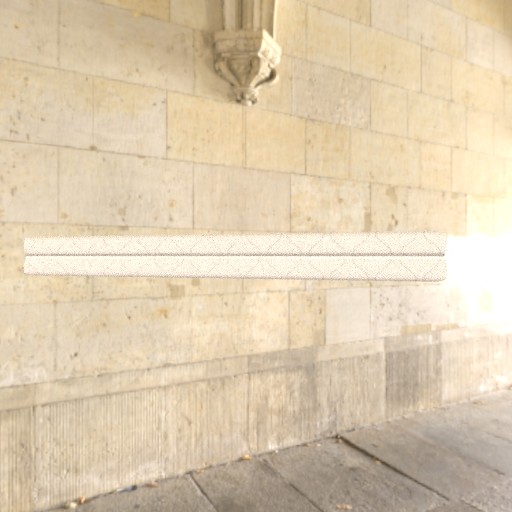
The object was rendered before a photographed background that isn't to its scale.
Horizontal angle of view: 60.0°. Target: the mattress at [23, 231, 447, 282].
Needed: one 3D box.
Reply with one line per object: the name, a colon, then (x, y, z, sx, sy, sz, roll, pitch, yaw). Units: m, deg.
mattress: (0.000, 0.000, 2.735, 2.000, 0.200, 1.600, 0, 0, 17)
